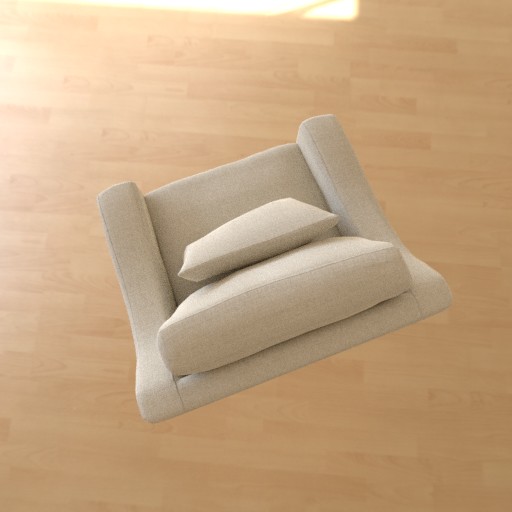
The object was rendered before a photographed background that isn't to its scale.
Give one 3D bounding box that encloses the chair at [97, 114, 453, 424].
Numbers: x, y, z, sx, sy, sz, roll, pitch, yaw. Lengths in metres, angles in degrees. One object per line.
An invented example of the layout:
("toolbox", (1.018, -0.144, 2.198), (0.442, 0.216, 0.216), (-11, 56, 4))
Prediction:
("chair", (0.000, 0.000, 1.972), (1.178, 1.016, 1.009), (-20, 77, -5))
